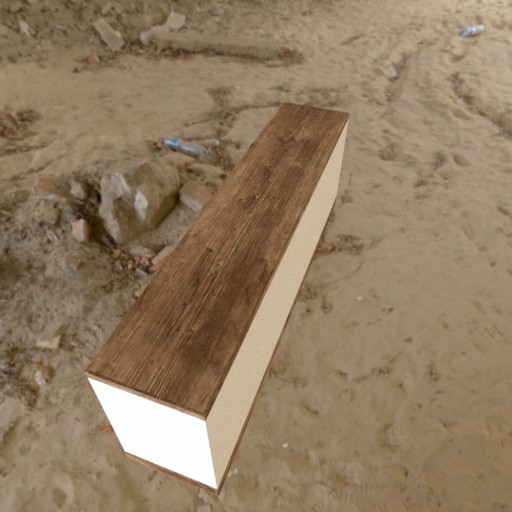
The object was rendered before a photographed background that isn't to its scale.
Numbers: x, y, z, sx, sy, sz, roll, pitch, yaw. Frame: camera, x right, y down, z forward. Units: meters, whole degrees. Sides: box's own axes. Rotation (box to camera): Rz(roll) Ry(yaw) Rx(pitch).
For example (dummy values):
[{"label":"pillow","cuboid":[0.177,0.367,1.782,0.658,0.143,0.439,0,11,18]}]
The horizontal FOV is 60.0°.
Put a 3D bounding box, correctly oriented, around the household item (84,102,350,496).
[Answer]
[{"label":"household item","cuboid":[0.000,0.000,2.016,0.390,0.615,1.800,15,46,15]}]
